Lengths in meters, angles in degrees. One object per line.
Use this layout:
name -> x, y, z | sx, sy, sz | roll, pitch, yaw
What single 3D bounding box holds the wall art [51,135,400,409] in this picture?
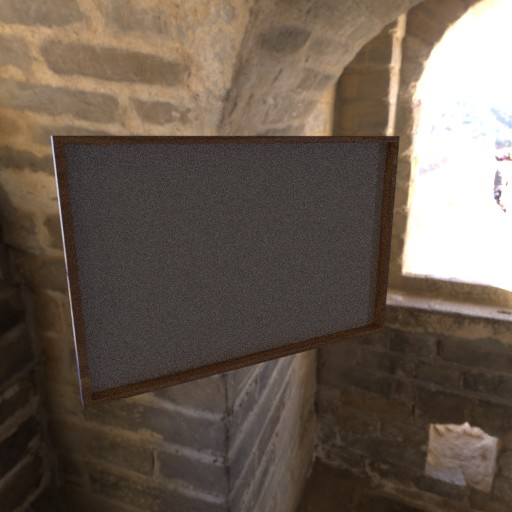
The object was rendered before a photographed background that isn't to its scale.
wall art -> 0.000, 0.000, 1.156 | 0.911, 0.605, 0.037 | -8, 17, -27
